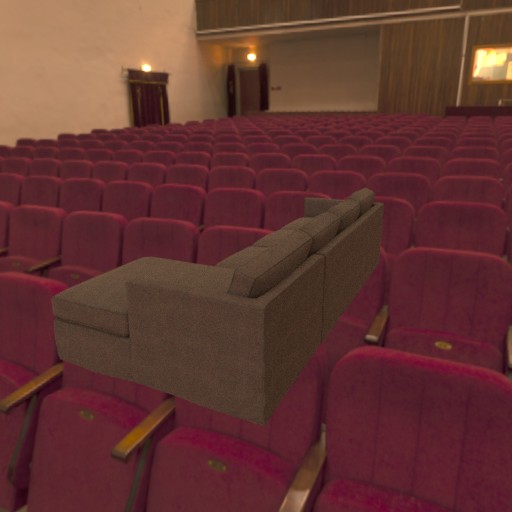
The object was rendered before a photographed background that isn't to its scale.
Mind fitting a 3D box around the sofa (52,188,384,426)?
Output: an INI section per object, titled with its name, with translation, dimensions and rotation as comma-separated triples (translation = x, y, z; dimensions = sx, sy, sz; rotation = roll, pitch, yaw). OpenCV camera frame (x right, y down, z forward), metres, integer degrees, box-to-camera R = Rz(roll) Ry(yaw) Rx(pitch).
[sofa]
translation = 0.000, 0.000, 4.010
dimensions = 1.650, 0.922, 3.205
rotation = 8, 19, 25
